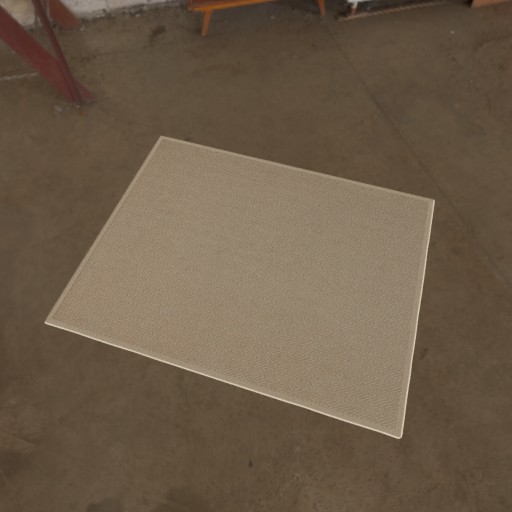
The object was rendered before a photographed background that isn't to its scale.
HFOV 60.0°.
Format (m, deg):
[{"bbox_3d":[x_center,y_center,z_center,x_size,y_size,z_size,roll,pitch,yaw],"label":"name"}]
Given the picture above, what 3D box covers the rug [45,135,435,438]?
[{"bbox_3d":[0.000,0.000,4.155,3.051,0.020,2.407,15,59,9],"label":"rug"}]
